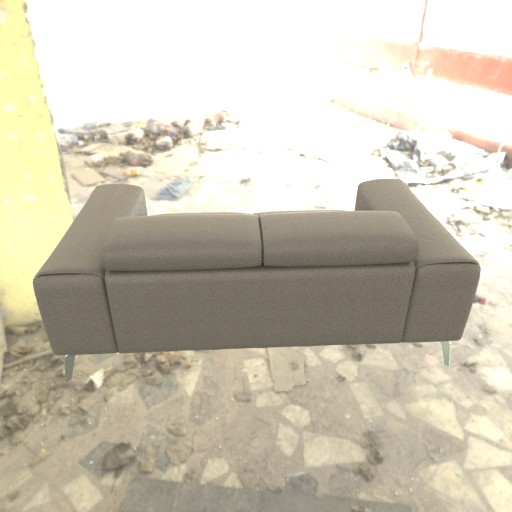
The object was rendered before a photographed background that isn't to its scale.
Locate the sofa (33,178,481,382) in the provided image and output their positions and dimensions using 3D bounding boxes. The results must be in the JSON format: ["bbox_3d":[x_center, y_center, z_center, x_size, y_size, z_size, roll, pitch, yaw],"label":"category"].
[{"bbox_3d":[0.000,0.000,2.393,1.930,0.753,1.024,-2,31,-3],"label":"sofa"}]
